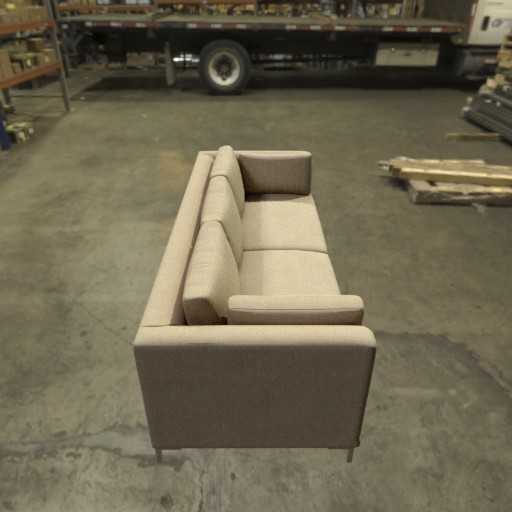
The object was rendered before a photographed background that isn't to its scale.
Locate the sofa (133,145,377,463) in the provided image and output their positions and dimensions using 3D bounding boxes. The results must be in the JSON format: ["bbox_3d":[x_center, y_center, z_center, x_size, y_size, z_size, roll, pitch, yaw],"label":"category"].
[{"bbox_3d":[0.000,0.000,2.908,0.969,0.867,2.415,0,31,0],"label":"sofa"}]
